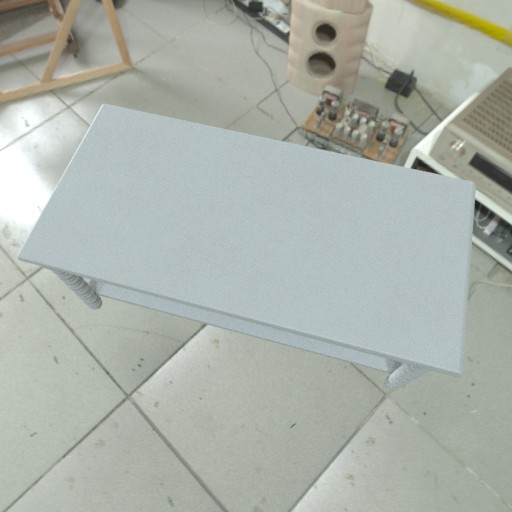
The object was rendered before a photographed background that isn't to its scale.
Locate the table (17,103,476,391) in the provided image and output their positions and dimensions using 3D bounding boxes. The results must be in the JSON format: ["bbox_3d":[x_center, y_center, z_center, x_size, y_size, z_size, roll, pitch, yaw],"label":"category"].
[{"bbox_3d":[0.000,0.000,1.447,1.171,0.487,0.580,14,65,7],"label":"table"}]
